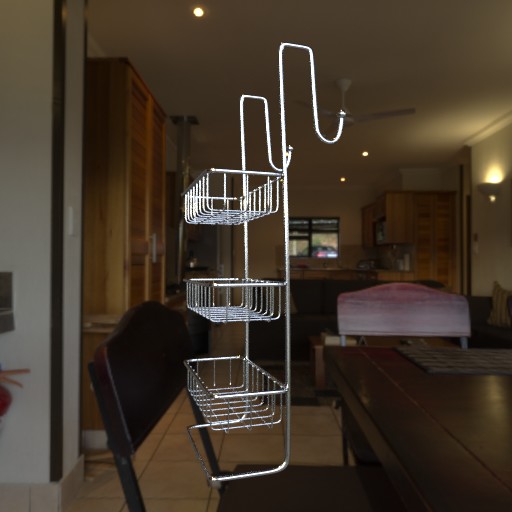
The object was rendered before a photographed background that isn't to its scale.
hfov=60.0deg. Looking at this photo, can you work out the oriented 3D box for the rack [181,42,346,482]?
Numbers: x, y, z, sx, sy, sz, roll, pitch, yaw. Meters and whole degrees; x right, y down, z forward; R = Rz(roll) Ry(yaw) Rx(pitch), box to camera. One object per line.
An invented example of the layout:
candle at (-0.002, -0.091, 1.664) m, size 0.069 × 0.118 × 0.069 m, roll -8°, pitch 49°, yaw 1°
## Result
rack at (0.000, 0.000, 0.681) m, size 0.202 × 0.574 × 0.228 m, roll 0°, pitch -1°, yaw -18°
